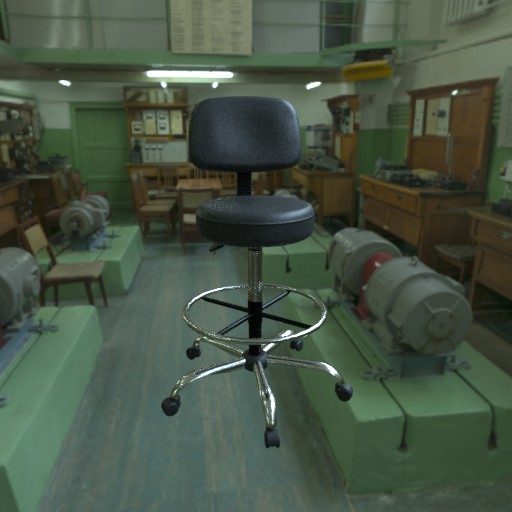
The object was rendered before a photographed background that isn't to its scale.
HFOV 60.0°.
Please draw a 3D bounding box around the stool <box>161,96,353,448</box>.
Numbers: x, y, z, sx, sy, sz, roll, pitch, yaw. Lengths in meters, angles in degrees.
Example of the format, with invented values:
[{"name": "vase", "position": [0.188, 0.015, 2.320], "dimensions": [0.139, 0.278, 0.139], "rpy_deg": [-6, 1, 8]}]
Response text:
[{"name": "stool", "position": [0.000, 0.000, 1.524], "dimensions": [0.694, 1.069, 0.658], "rpy_deg": [-3, 17, -9]}]
